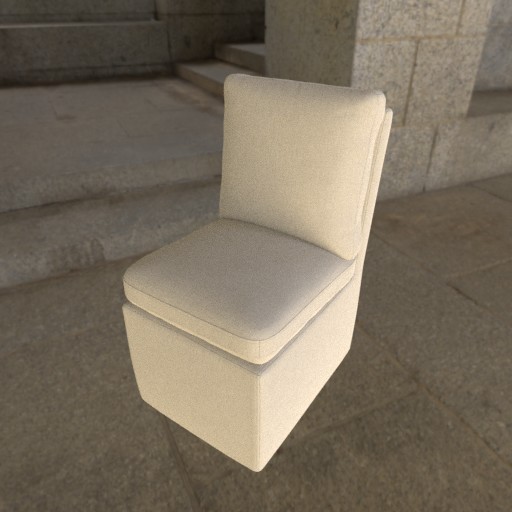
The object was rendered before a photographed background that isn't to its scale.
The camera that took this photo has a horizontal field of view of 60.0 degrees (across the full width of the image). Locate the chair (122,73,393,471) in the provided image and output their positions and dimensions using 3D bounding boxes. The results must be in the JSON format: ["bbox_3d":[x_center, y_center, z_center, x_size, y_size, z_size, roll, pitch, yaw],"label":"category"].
[{"bbox_3d":[0.000,0.000,1.323,0.503,0.927,0.698,20,36,29],"label":"chair"}]
